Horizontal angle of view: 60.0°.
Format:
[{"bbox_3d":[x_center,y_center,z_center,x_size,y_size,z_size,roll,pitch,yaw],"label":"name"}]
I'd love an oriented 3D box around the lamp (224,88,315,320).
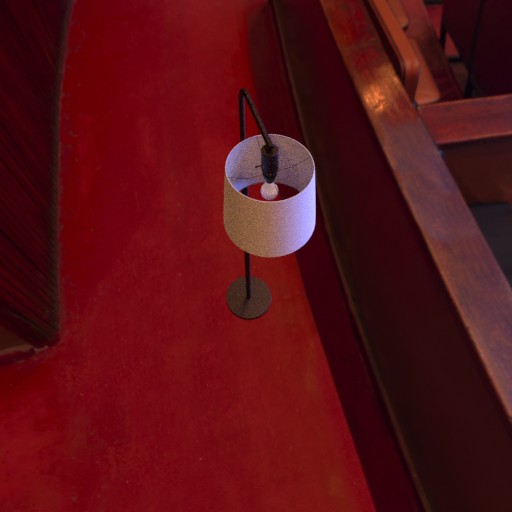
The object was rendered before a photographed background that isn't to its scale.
[{"bbox_3d":[0.000,0.000,1.694,0.254,1.478,0.508,-15,64,-8],"label":"lamp"}]
